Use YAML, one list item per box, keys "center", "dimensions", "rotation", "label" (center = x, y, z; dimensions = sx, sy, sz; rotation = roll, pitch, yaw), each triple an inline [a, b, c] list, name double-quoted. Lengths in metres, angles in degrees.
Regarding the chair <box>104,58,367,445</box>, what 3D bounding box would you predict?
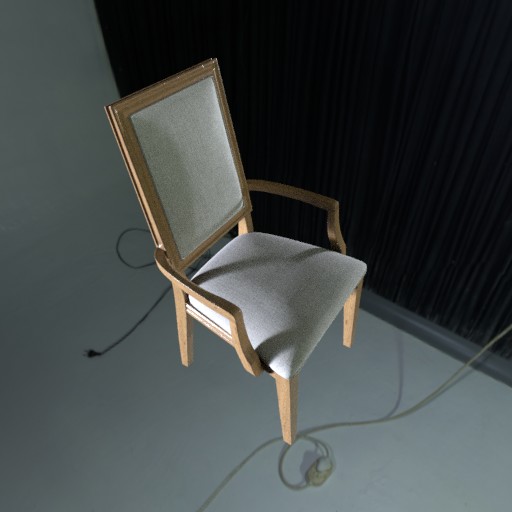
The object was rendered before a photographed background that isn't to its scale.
- center: [0.000, 0.000, 1.397]
  dimensions: [0.602, 0.990, 0.606]
  rotation: [23, 47, 24]
  label: "chair"
